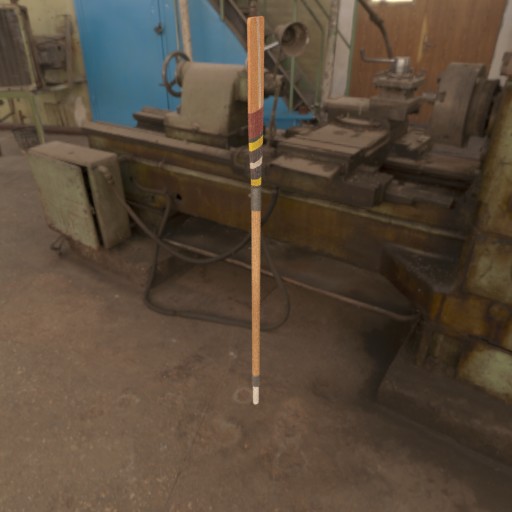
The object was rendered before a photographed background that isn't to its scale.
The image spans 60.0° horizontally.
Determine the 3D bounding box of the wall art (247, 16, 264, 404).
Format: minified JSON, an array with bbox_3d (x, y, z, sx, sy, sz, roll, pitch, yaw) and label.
[{"bbox_3d":[0.000,0.000,1.637,0.038,1.556,0.146,8,32,14],"label":"wall art"}]
